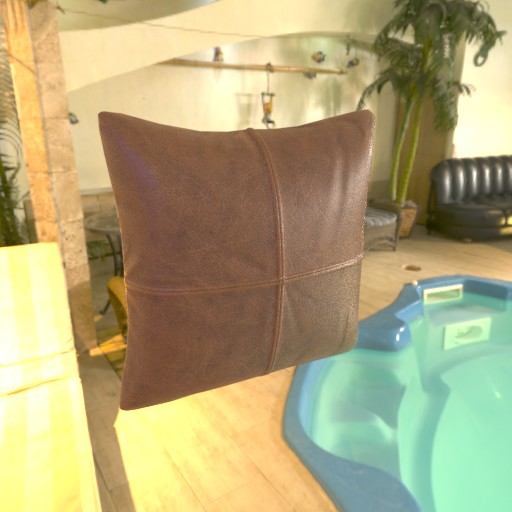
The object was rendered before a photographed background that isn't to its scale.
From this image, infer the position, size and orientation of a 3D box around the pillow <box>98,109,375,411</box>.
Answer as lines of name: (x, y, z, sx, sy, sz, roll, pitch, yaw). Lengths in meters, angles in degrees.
pillow: (0.000, 0.000, 0.743, 0.484, 0.470, 0.192, -9, 20, -26)
